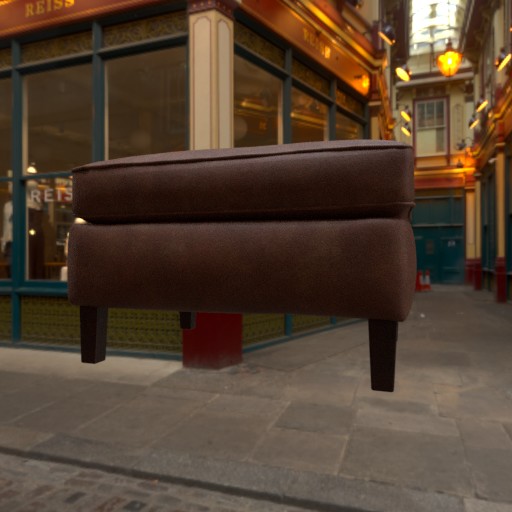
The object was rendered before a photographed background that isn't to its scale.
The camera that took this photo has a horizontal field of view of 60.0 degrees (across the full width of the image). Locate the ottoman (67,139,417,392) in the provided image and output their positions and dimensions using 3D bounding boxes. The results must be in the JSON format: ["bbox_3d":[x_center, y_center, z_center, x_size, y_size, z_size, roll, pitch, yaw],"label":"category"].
[{"bbox_3d":[0.000,0.000,0.986,0.665,0.418,0.501,0,1,19],"label":"ottoman"}]
